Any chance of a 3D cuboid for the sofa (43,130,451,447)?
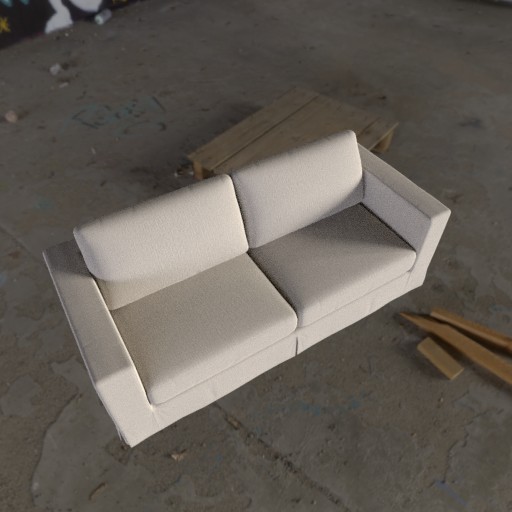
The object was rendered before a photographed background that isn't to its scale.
[{"bbox_3d":[0.000,0.000,2.639,2.163,0.881,0.954,-24,51,-21],"label":"sofa"}]
